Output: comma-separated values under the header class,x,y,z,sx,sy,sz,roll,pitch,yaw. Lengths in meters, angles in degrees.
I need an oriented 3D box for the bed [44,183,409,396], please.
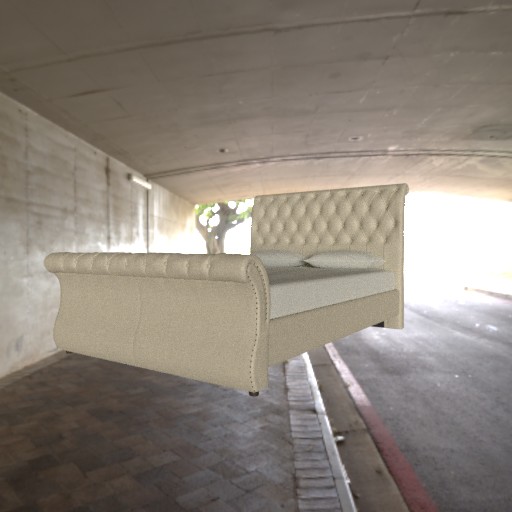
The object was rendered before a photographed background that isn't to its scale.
class,x,y,z,sx,sy,sz,roll,pitch,yaw
bed,0.000,0.000,3.396,1.606,1.268,2.493,1,1,35
